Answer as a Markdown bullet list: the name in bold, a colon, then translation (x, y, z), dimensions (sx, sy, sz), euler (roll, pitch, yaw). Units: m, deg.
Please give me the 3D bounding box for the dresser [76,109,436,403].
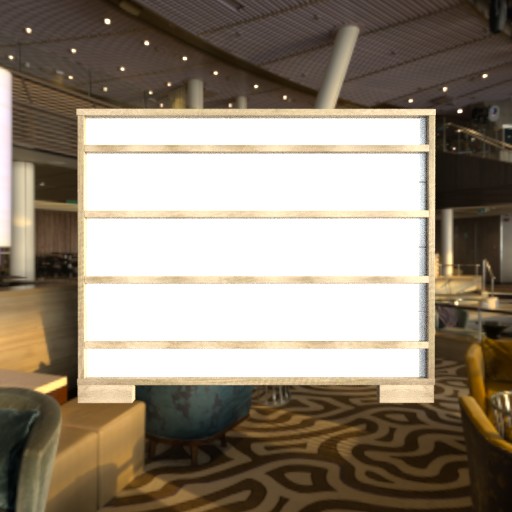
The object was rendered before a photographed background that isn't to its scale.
- **dresser**: translation (0.000, 0.000, 1.429), dimensions (0.994, 0.816, 0.404), euler (0, 0, 0)
